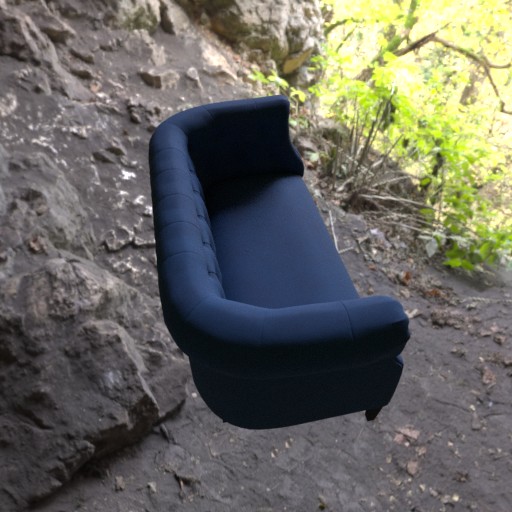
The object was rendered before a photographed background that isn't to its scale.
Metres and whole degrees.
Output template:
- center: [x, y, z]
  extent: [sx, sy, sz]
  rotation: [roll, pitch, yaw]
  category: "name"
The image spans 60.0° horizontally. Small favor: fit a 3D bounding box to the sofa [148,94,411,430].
- center: [0.000, 0.000, 2.040]
  extent: [0.835, 0.827, 1.558]
  rotation: [-9, 47, -8]
  category: "sofa"
